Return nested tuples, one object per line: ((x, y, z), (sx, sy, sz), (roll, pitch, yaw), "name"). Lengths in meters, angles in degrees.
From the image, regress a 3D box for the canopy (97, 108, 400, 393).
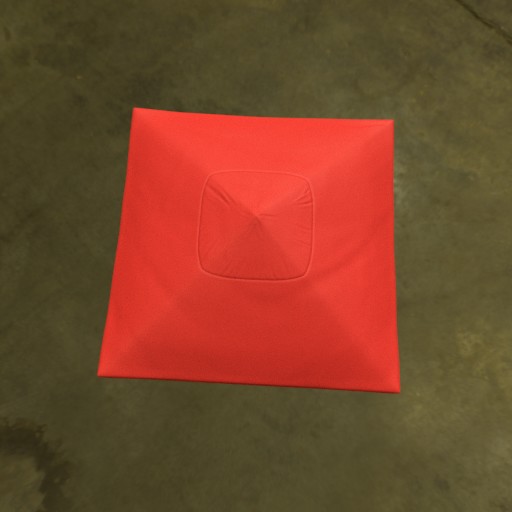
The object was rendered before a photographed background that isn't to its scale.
((0.000, 0.000, 5.408), (2.998, 2.997, 2.996), (3, 76, 1), "canopy")
